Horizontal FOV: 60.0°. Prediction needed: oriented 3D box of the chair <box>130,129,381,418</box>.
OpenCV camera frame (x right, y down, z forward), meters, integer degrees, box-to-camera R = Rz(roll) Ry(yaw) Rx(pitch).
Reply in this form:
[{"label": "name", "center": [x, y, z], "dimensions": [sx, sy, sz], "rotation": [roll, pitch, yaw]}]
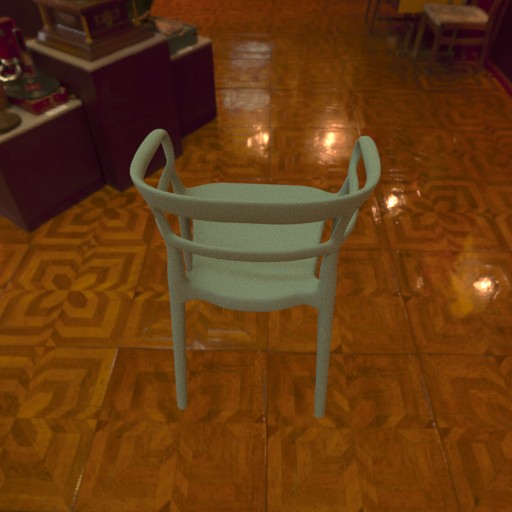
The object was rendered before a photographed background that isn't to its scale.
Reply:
[{"label": "chair", "center": [0.000, 0.000, 1.163], "dimensions": [0.559, 0.761, 0.527], "rotation": [3, 45, 3]}]
